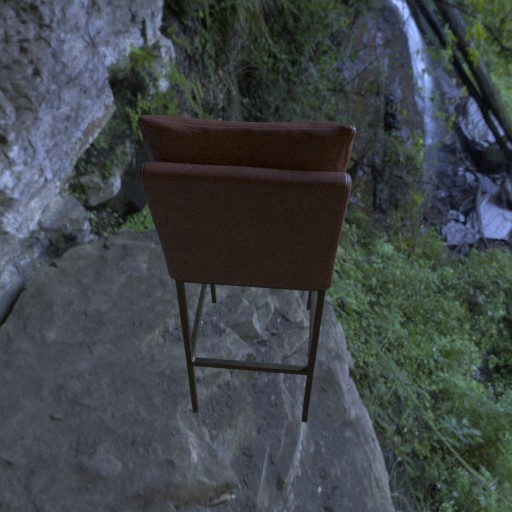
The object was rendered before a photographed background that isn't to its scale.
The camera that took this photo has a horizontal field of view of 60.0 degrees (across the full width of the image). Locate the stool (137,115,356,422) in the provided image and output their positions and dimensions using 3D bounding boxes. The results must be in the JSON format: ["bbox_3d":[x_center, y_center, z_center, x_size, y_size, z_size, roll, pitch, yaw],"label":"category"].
[{"bbox_3d":[0.000,0.000,1.410,0.463,1.124,0.571,4,45,4],"label":"stool"}]
